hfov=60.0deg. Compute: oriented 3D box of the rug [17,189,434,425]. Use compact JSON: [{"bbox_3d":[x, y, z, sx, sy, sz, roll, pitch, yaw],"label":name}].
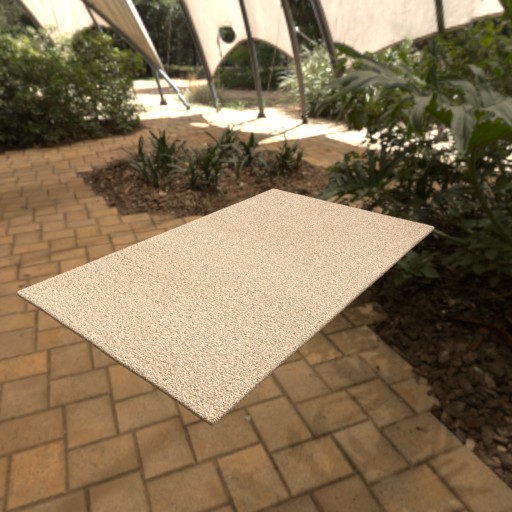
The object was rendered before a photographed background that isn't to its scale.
[{"bbox_3d":[0.000,0.000,2.929,1.524,0.030,2.438,19,32,34],"label":"rug"}]
